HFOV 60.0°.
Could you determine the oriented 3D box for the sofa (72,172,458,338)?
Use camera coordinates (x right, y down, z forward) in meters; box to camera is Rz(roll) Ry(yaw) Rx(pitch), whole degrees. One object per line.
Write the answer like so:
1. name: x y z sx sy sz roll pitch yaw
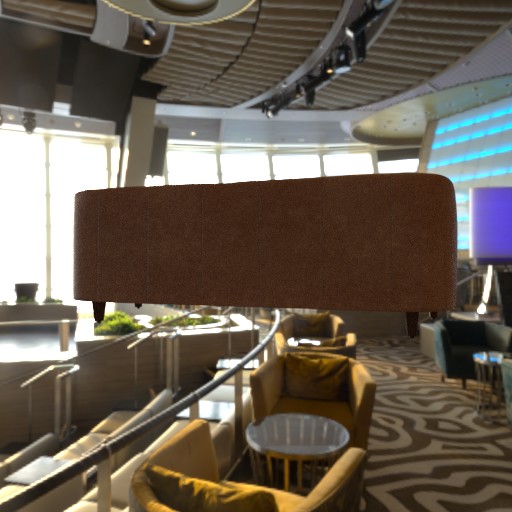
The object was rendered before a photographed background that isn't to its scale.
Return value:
1. sofa: 0.000 0.000 2.710 2.257 0.791 0.922 0 0 17
